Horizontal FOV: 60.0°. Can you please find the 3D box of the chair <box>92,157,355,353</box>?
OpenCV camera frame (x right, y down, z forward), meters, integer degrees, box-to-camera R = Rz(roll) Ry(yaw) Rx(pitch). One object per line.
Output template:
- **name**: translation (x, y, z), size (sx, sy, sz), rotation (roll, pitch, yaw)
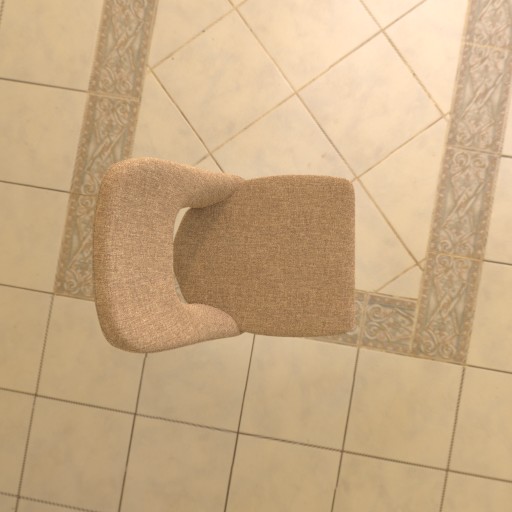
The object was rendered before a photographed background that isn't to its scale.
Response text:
- **chair**: translation (0.000, 0.000, 1.302), size (0.612, 0.931, 0.470), rotation (0, 90, 2)
